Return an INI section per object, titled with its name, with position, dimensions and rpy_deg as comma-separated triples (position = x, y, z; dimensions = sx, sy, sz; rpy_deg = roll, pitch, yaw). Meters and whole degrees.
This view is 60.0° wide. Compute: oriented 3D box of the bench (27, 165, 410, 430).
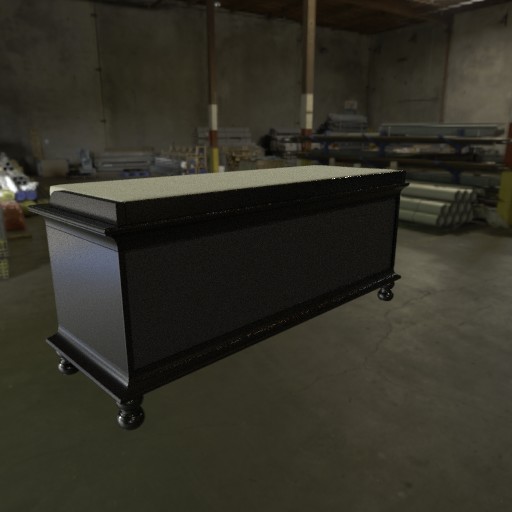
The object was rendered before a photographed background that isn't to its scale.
[bench]
position = 0.000, 0.000, 1.406
dimensions = 1.185, 0.501, 0.402
rpy_deg = -15, 21, -43
